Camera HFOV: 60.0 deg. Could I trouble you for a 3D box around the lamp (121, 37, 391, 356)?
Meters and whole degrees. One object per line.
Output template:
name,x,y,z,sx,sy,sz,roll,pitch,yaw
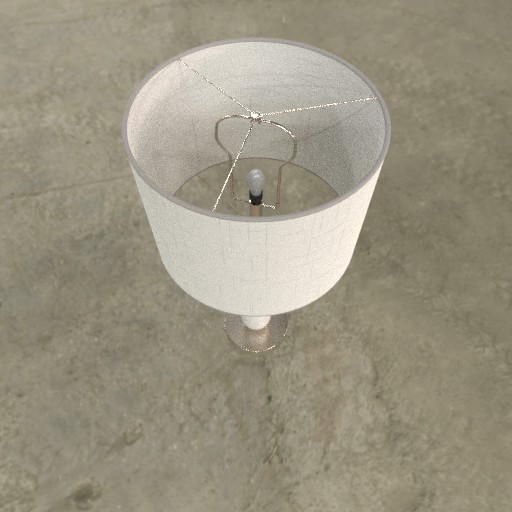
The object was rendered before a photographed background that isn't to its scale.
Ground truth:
lamp,0.000,0.000,0.702,0.282,0.559,0.280,14,59,9
